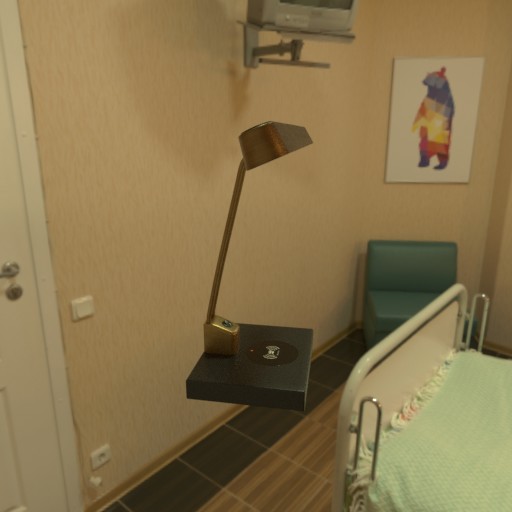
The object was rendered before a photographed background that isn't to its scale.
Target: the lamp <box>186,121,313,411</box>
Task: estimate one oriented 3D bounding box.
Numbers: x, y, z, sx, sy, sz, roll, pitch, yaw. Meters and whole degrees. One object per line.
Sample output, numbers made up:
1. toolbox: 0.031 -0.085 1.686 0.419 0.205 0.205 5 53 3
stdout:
1. lamp: 0.000 0.000 0.607 0.156 0.345 0.412 3 16 10
